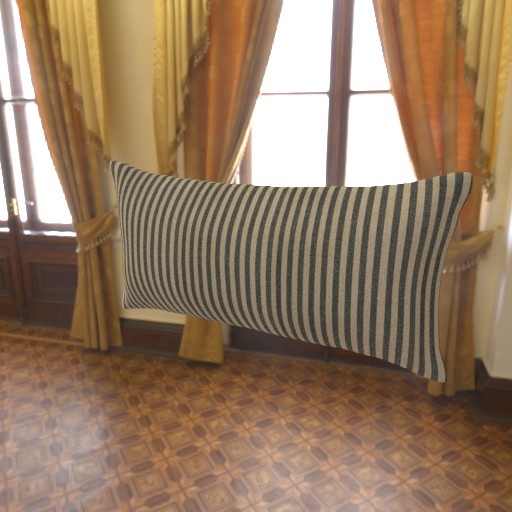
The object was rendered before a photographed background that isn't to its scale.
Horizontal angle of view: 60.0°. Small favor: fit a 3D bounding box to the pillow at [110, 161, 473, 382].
[{"bbox_3d":[0.000,0.000,0.731,0.617,0.295,0.151,8,17,27],"label":"pillow"}]
